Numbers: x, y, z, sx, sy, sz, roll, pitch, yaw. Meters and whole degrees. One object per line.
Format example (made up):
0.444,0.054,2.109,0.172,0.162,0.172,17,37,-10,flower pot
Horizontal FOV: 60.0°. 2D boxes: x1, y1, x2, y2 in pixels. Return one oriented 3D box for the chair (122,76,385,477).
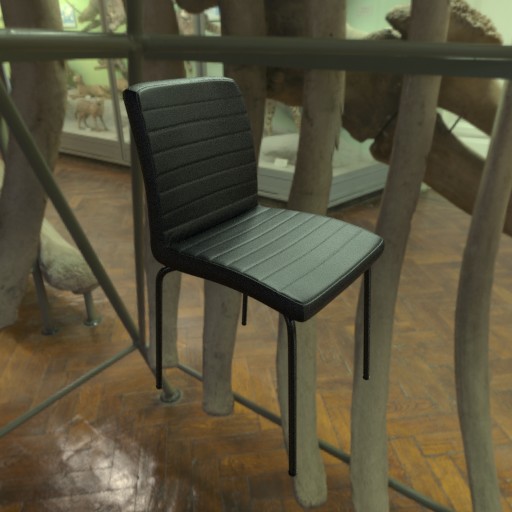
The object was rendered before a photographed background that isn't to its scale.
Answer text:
0.000,0.000,1.207,0.572,0.872,0.450,19,32,33,chair
